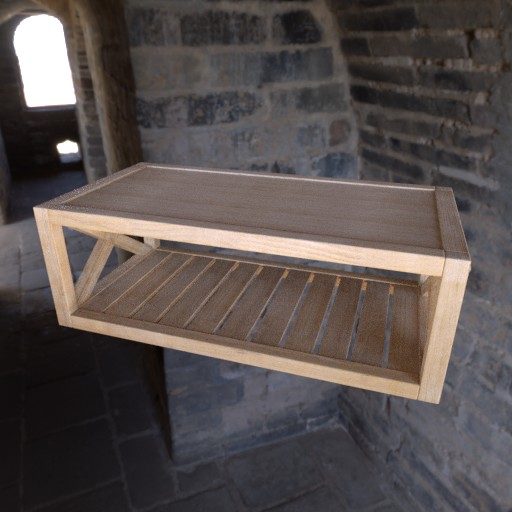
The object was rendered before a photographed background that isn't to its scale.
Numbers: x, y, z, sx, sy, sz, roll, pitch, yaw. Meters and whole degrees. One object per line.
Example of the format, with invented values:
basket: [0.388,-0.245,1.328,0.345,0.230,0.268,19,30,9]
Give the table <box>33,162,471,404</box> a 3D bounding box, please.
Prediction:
table: [0.000,0.000,1.634,1.321,0.457,0.660,8,26,16]
